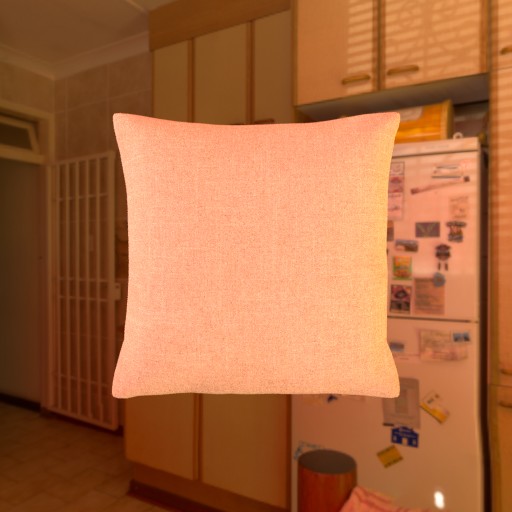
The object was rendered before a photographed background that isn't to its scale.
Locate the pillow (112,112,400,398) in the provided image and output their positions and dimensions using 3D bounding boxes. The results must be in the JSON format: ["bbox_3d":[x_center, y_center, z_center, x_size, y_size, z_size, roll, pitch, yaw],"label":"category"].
[{"bbox_3d":[0.000,0.000,0.667,0.435,0.428,0.148,0,1,0],"label":"pillow"}]
